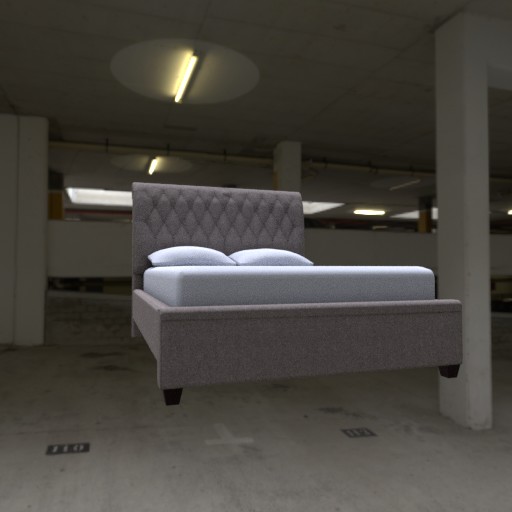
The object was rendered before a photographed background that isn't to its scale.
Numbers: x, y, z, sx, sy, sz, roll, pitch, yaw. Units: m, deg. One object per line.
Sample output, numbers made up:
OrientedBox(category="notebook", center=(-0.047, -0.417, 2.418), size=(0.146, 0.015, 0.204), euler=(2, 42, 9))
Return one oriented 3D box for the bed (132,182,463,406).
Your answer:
OrientedBox(category="bed", center=(0.000, 0.000, 3.237), size=(1.645, 1.371, 2.252), euler=(1, -2, -19))
